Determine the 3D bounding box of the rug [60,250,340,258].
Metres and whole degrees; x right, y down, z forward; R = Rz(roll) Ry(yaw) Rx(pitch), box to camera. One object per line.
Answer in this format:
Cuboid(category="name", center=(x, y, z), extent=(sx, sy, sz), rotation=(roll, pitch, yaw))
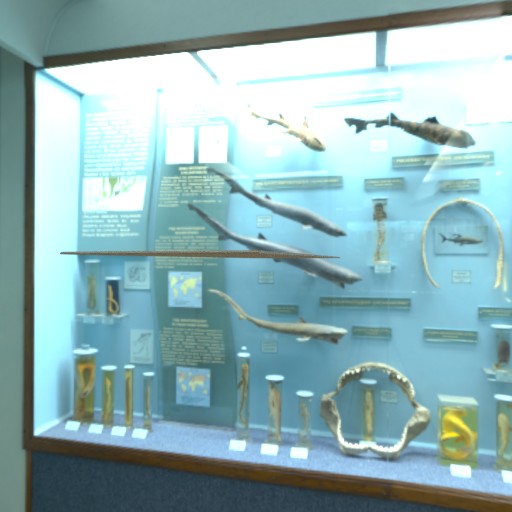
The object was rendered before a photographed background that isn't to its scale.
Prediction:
Cuboid(category="rug", center=(0.000, 0.000, 2.662), extent=(0.767, 0.012, 2.430), rotation=(0, -1, 17))
